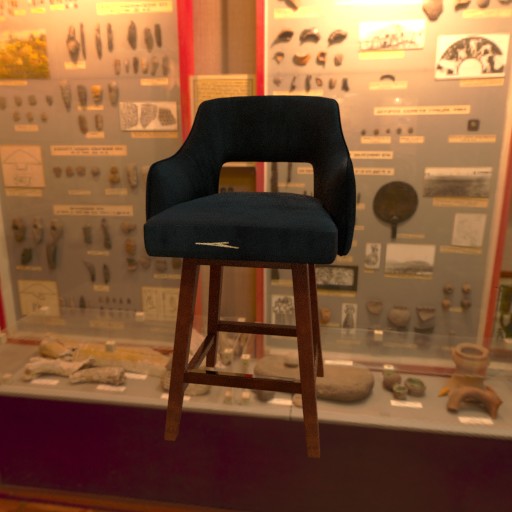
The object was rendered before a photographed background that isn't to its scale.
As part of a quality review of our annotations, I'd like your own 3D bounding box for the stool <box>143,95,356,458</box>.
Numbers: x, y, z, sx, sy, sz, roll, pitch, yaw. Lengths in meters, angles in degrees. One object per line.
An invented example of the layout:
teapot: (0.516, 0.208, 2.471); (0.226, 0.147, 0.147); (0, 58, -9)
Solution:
stool: (0.000, 0.000, 1.307); (0.550, 0.940, 0.560); (3, 15, 10)
